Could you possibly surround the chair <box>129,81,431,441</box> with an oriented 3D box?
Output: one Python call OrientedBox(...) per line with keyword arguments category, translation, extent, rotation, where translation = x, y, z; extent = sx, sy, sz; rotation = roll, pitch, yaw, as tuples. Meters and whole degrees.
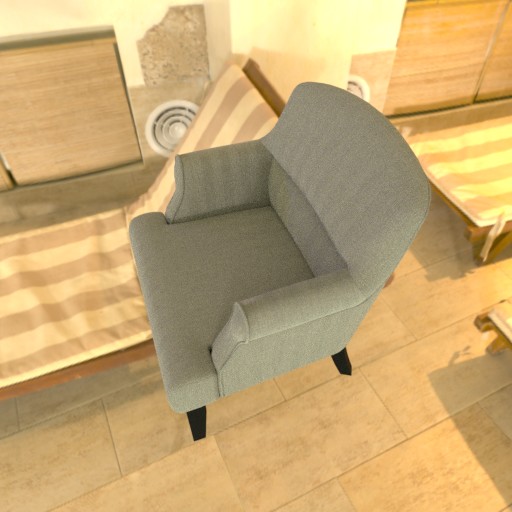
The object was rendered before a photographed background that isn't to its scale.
OrientedBox(category="chair", translation=(0.000, 0.000, 1.440), extent=(0.755, 0.880, 0.772), rotation=(-15, 48, -13))
